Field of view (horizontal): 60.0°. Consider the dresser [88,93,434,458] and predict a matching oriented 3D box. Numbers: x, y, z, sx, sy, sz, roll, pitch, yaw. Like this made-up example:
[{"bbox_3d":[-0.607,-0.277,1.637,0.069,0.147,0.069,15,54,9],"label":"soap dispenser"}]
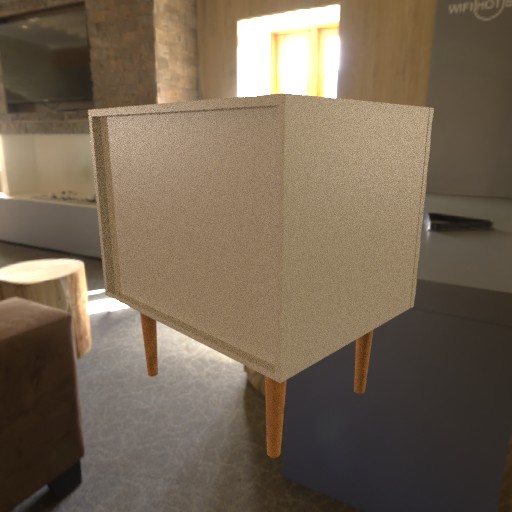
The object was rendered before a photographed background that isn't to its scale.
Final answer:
[{"bbox_3d":[0.000,0.000,0.900,0.503,0.568,0.414,14,21,43],"label":"dresser"}]
